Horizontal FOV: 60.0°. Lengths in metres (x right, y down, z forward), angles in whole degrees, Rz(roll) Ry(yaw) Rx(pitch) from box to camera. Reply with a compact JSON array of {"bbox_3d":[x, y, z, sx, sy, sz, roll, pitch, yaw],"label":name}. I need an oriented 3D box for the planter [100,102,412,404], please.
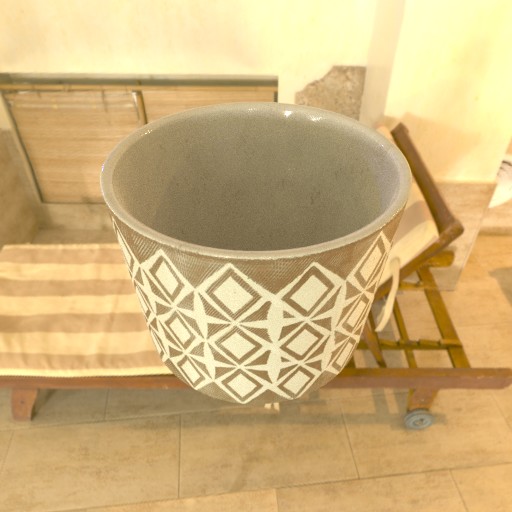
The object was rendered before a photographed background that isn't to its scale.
[{"bbox_3d":[0.000,0.000,0.453,0.260,0.220,0.260,0,40,0],"label":"planter"}]
